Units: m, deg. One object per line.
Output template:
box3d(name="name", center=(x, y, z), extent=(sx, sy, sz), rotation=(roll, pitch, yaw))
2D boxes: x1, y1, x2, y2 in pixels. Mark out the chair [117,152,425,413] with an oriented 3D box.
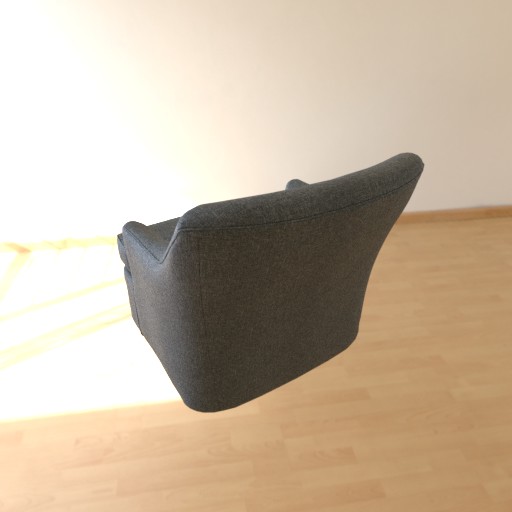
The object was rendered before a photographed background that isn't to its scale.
box3d(name="chair", center=(0.000, 0.000, 1.638), extent=(0.864, 0.856, 0.923), rotation=(-19, 35, -29))
